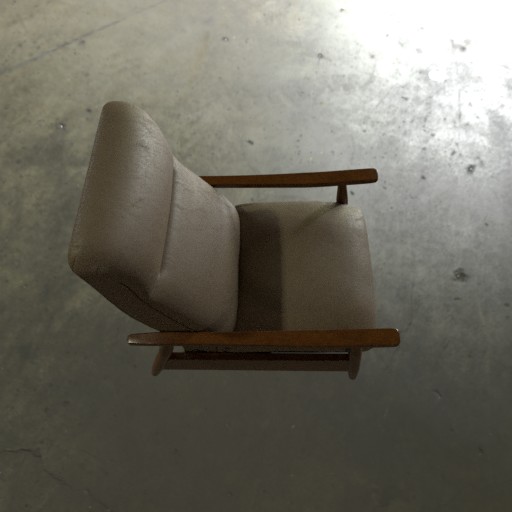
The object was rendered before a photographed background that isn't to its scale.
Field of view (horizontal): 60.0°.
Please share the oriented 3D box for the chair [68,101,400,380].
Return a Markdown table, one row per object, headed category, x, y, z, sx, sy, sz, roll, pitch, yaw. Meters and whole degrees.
| category | x | y | z | sx | sy | sz | roll | pitch | yaw |
| --- | --- | --- | --- | --- | --- | --- | --- | --- | --- |
| chair | 0.000 | 0.000 | 1.776 | 1.014 | 1.082 | 0.762 | 1 | 63 | 0 |
